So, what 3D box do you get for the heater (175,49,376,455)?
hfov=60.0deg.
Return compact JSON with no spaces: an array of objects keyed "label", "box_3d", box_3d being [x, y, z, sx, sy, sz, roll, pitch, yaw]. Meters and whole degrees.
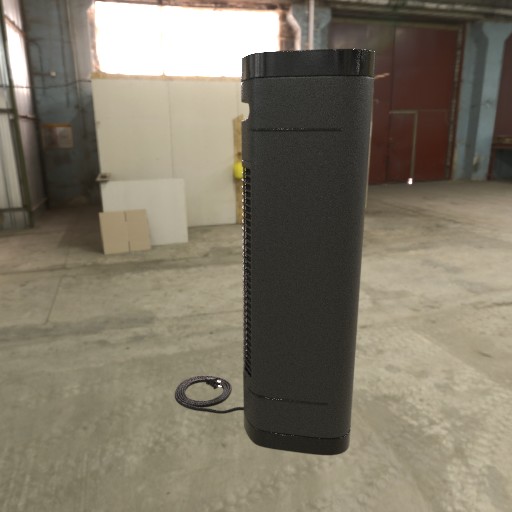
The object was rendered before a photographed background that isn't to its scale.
[{"label":"heater","box_3d":[0.000,0.000,0.681,0.312,0.552,0.174,3,16,10]}]
